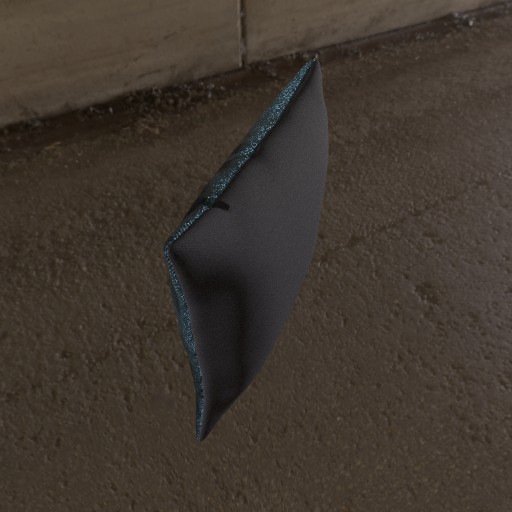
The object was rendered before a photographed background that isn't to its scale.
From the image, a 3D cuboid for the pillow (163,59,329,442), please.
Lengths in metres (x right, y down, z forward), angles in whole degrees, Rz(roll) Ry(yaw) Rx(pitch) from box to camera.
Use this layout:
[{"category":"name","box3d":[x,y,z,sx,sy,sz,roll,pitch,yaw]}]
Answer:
[{"category":"pillow","box3d":[0.000,0.000,0.661,0.138,0.430,0.436,18,50,15]}]
